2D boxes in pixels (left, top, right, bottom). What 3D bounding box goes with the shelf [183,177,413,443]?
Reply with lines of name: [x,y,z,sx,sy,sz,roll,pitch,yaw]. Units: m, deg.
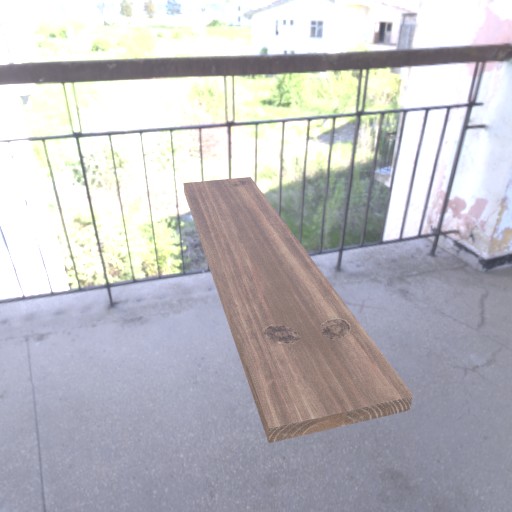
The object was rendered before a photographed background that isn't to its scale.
shelf: [0.000,0.000,0.655,0.140,0.020,0.610,-8,31,-13]
